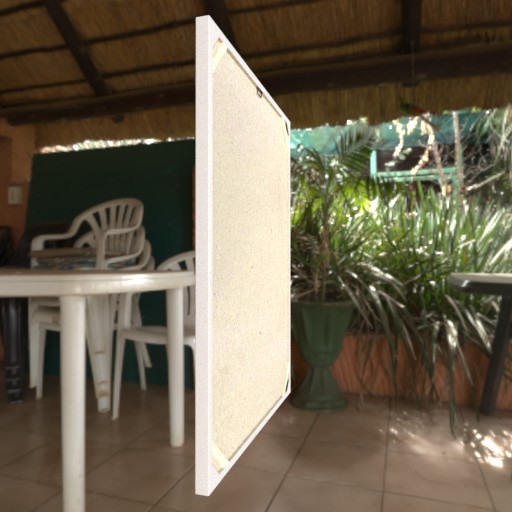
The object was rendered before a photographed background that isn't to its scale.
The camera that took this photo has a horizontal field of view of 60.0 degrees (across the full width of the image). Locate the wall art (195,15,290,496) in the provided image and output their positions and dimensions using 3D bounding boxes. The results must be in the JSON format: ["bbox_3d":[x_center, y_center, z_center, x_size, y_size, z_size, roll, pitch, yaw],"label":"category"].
[{"bbox_3d":[0.000,0.000,1.557,0.038,1.212,0.914,0,0,17],"label":"wall art"}]
